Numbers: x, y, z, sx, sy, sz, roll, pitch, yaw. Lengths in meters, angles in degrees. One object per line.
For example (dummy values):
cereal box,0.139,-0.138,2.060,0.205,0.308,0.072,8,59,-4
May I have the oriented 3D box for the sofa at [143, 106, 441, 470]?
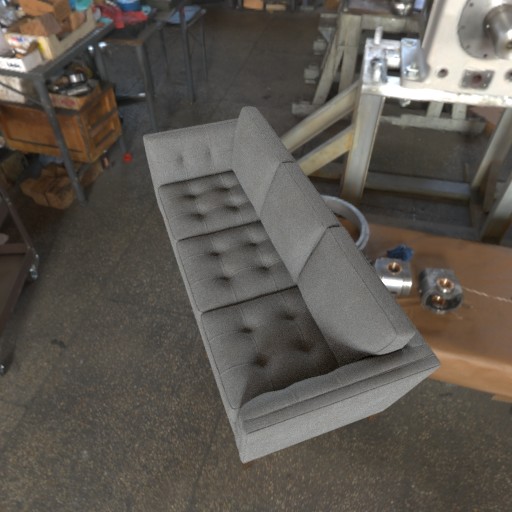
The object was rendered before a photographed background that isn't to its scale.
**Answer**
sofa,0.000,0.000,2.908,0.965,0.940,2.387,-15,49,-13
